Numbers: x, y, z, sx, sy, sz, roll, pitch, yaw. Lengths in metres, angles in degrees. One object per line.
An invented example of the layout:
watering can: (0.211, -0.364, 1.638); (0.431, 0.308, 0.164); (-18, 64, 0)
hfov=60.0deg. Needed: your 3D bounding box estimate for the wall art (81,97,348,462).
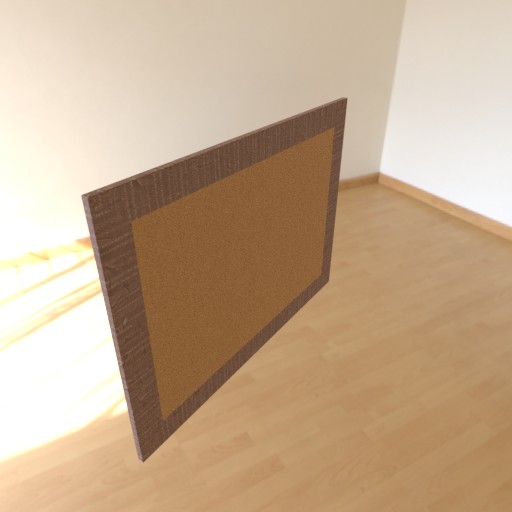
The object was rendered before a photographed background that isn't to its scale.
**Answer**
wall art: (0.000, 0.000, 1.355); (0.020, 0.761, 1.056); (20, 36, 30)
